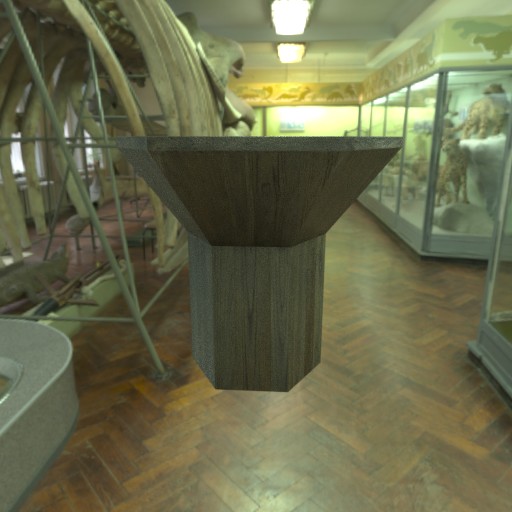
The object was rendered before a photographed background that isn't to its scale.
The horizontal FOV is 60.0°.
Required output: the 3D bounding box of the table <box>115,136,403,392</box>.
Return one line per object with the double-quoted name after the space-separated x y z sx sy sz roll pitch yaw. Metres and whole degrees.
0.000 0.000 1.127 0.592 0.586 0.683 -7 17 -25 "table"
